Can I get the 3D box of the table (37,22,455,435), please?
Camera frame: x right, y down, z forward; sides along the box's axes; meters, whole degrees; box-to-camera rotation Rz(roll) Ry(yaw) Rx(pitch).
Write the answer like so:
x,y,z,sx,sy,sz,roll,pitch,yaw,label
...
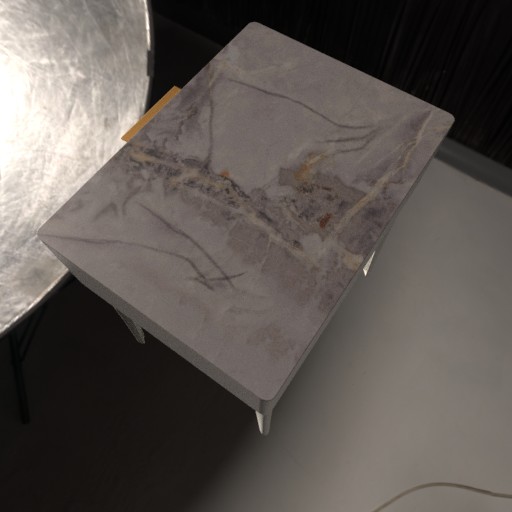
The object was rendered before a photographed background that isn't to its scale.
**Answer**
x,y,z,sx,sy,sz,roll,pitch,yaw,label
0.000,0.000,0.879,0.400,0.570,0.500,32,69,14,table
